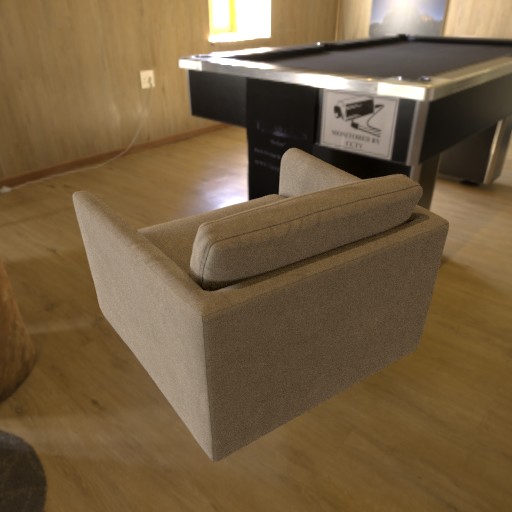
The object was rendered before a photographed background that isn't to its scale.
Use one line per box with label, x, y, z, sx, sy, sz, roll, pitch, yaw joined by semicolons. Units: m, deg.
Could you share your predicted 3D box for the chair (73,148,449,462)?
chair;0.000;0.000;1.900;1.190;0.845;1.091;-18;35;-28
